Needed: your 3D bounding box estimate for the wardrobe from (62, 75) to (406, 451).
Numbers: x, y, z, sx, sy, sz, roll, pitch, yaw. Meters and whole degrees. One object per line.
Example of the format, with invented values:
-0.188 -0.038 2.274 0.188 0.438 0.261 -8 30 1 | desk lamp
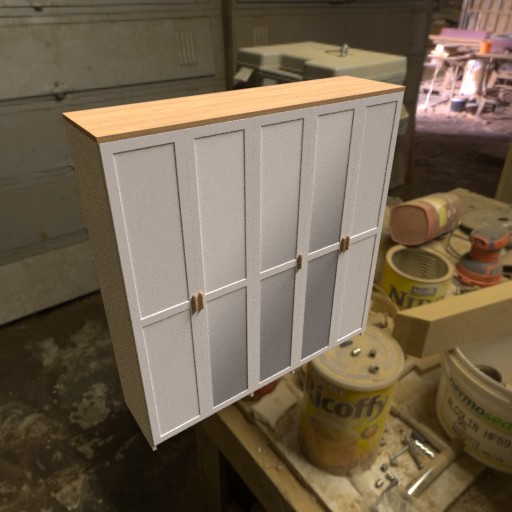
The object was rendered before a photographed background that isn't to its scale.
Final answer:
0.000 0.000 3.310 2.160 2.260 0.590 -20 36 -30 | wardrobe
